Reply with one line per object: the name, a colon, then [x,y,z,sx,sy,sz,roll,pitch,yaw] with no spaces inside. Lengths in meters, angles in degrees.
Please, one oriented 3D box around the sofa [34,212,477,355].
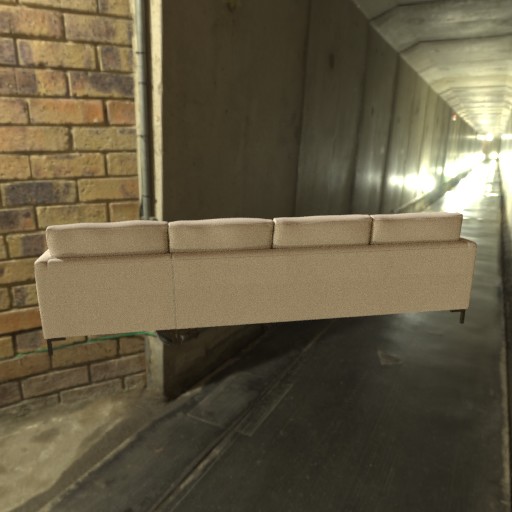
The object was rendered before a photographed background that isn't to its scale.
sofa: [0.000,0.000,2.924,2.445,0.677,1.126,-3,15,-9]
